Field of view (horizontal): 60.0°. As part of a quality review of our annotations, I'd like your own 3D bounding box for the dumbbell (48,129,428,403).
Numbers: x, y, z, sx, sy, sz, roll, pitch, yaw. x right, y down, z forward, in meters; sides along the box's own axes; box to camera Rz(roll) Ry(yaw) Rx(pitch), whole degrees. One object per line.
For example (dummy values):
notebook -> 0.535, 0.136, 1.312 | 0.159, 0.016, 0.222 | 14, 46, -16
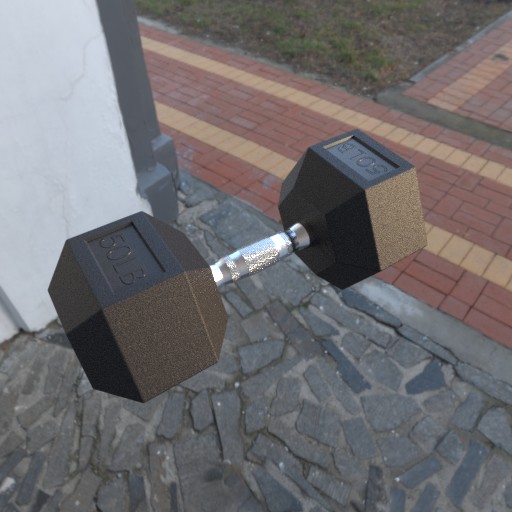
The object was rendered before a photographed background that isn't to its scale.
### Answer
dumbbell -> 0.000, 0.000, 0.462 | 0.384, 0.150, 0.173 | -25, 52, -22
